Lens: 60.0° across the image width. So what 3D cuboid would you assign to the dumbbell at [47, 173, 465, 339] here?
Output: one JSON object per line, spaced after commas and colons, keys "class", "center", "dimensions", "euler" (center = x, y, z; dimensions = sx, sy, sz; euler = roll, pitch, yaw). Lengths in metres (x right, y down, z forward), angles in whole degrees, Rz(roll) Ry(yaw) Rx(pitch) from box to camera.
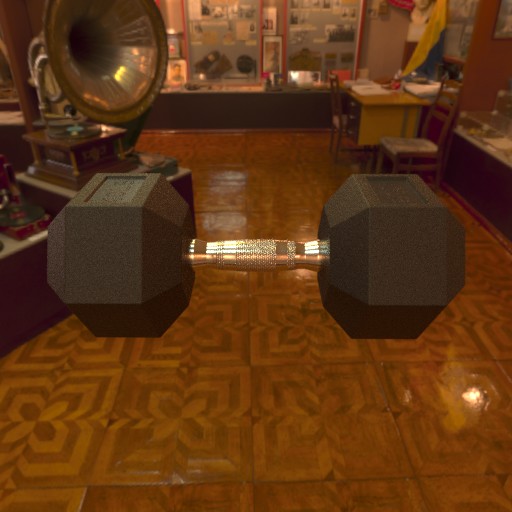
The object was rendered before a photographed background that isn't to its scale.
{"class": "dumbbell", "center": [0.000, 0.000, 0.424], "dimensions": [0.361, 0.137, 0.157], "euler": [0, 30, 0]}
